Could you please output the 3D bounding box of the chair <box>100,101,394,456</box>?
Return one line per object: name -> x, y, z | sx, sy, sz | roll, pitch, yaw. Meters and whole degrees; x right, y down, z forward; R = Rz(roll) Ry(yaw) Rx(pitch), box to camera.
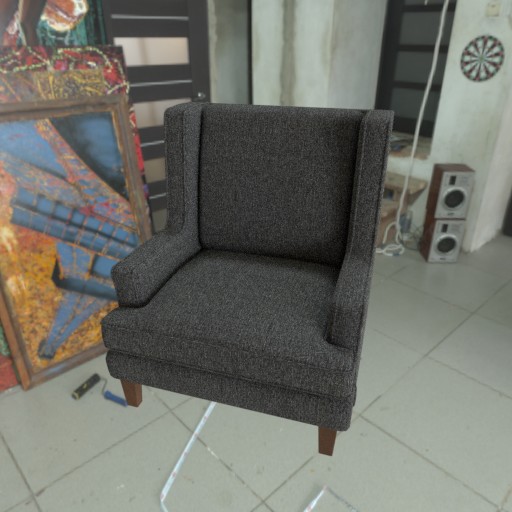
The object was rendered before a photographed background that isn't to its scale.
chair -> 0.000, 0.000, 1.820 | 0.942, 1.082, 0.927 | 8, 27, 15
